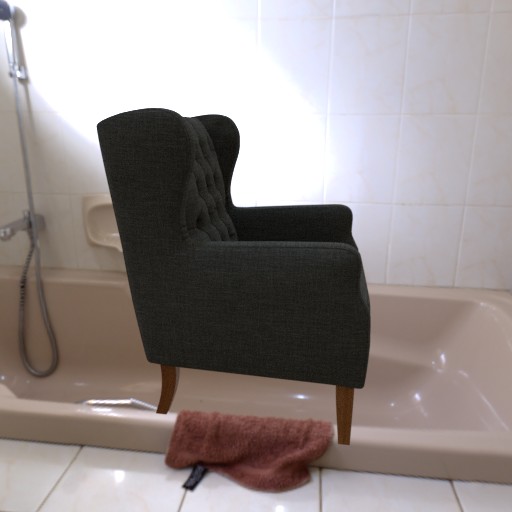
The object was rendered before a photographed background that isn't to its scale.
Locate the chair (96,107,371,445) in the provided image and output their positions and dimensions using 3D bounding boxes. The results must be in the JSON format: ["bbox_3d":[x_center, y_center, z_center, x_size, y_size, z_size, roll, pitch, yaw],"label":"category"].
[{"bbox_3d":[0.000,0.000,1.530,0.775,0.953,0.711,3,16,9],"label":"chair"}]
